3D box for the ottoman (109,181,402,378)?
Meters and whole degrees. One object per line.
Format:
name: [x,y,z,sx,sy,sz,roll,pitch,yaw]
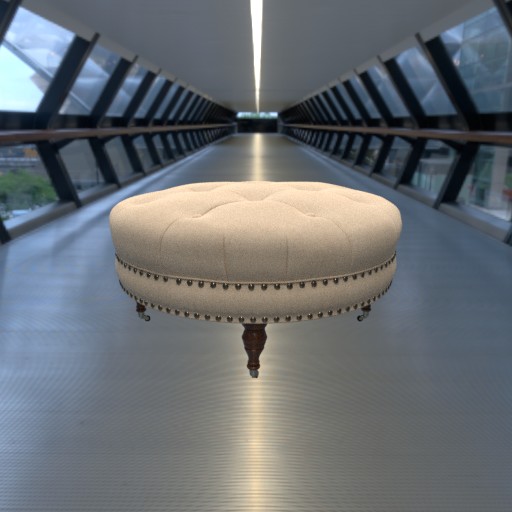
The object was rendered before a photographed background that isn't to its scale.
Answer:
ottoman: [0.000,0.000,1.516,0.940,0.483,0.940,0,15,0]
